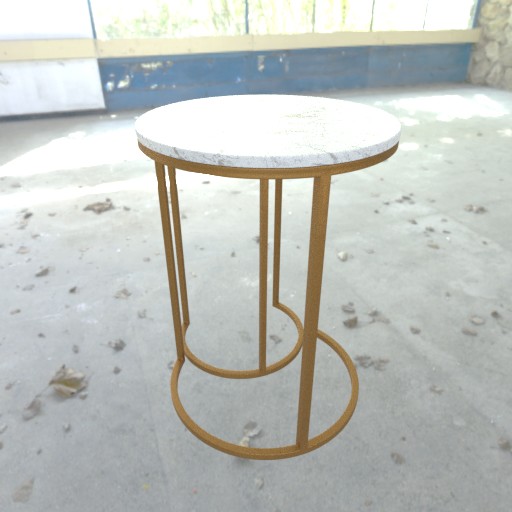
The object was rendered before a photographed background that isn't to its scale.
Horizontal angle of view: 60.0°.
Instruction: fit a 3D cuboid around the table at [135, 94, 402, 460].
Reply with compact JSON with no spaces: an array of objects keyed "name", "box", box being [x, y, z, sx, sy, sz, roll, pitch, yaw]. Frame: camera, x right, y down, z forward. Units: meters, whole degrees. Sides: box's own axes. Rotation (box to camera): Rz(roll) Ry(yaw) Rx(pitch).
[{"name":"table","box":[0.000,0.000,0.867,0.400,0.550,0.507,-10,31,-17]}]
